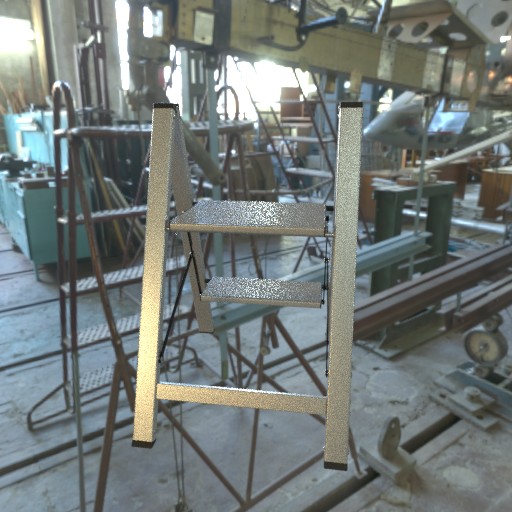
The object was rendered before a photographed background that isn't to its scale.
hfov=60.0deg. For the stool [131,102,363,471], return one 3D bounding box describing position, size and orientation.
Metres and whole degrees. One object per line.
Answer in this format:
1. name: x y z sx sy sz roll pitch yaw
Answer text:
1. stool: 0.000 0.000 1.024 0.440 0.670 0.535 3 18 8
